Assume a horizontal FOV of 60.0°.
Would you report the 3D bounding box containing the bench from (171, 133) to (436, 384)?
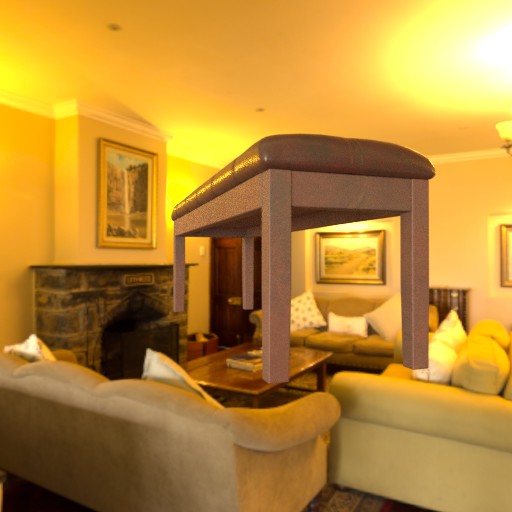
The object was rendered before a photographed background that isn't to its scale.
[{"bbox_3d":[0.000,0.000,1.472,0.401,0.491,1.259,0,0,-19],"label":"bench"}]
